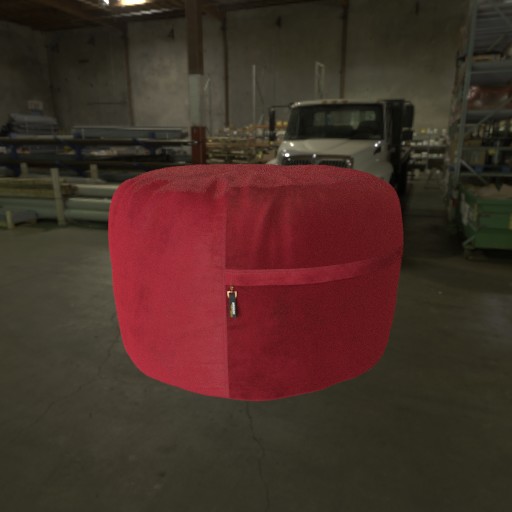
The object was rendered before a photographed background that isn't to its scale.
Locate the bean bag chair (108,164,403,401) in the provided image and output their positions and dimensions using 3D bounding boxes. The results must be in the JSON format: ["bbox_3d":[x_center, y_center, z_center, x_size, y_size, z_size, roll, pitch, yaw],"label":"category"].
[{"bbox_3d":[0.000,0.000,1.948,1.219,0.762,1.219,0,15,0],"label":"bean bag chair"}]
